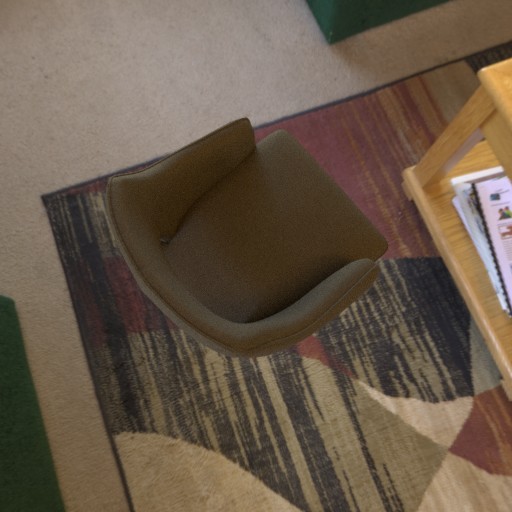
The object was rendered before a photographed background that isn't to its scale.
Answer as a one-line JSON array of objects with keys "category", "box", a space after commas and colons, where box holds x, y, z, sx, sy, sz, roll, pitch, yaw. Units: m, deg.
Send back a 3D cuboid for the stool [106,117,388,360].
[{"category": "stool", "box": [0.000, 0.000, 1.284, 0.558, 0.912, 0.548, -38, 79, -9]}]
